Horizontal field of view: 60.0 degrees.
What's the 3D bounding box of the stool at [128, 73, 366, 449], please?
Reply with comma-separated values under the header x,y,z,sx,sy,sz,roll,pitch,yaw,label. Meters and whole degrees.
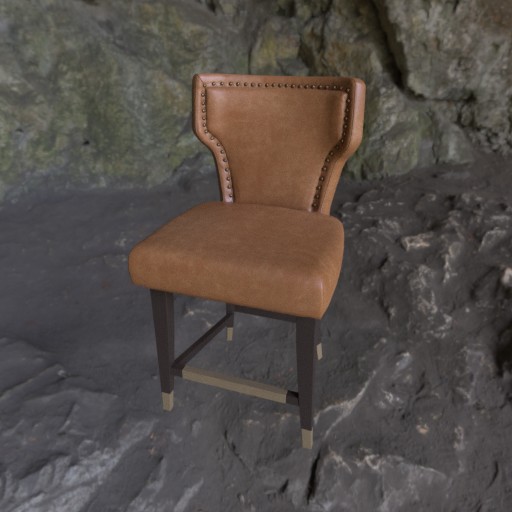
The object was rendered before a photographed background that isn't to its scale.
x,y,z,sx,sy,sz,roll,pitch,yaw,label
0.000,0.000,1.326,0.526,0.982,0.563,9,28,17,stool
